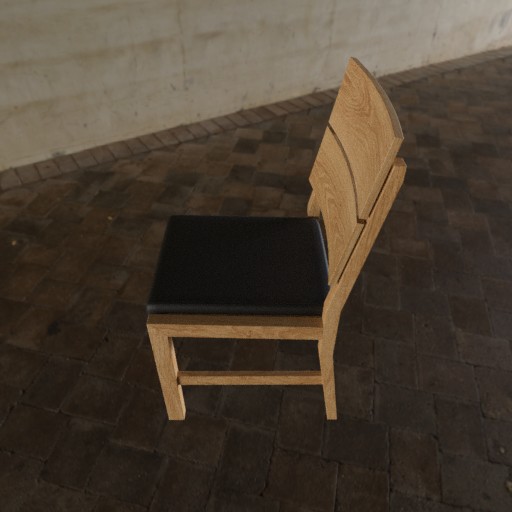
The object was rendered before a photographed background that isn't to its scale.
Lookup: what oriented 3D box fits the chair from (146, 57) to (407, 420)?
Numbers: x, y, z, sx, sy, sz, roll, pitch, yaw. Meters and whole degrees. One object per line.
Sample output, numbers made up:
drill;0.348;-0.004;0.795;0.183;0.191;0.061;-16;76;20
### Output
chair;0.000;0.000;1.273;0.569;0.950;0.475;0;40;0
